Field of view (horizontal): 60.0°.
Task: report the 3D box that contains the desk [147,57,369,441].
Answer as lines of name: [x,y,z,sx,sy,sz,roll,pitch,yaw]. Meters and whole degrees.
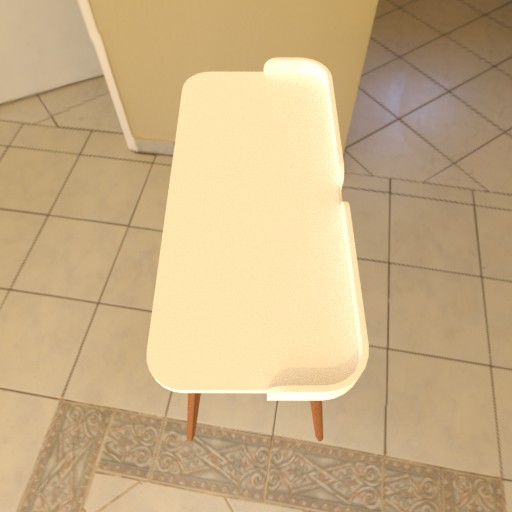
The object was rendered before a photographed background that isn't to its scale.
desk: [0.000,0.000,1.645,0.534,0.807,1.206,0,58,0]
